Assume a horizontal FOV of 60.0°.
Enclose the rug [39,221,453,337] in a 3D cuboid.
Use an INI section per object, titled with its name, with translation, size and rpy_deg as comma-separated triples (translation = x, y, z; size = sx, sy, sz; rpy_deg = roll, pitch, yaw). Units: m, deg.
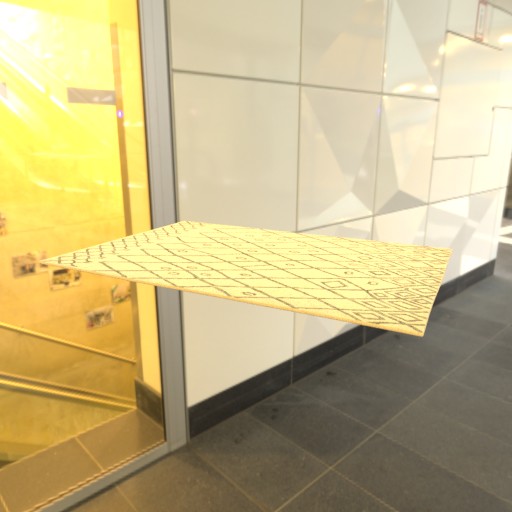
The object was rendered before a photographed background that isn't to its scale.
[rug]
translation = 0.000, 0.000, 2.335
size = 1.828, 0.015, 1.222
rpy_deg = 8, 17, 26
